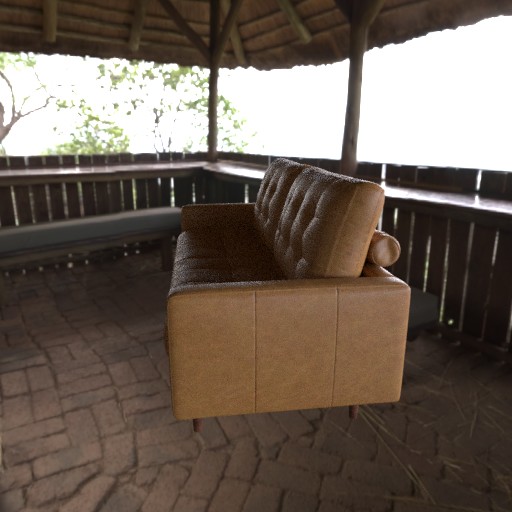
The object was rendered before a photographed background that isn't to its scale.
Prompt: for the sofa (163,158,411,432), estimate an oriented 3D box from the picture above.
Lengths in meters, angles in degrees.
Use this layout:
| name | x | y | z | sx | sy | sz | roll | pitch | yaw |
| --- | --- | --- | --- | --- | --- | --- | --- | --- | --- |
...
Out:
| name | x | y | z | sx | sy | sz | roll | pitch | yaw |
| --- | --- | --- | --- | --- | --- | --- | --- | --- | --- |
| sofa | 0.000 | 0.000 | 2.261 | 0.850 | 0.898 | 1.821 | -2 | 15 | -7 |
